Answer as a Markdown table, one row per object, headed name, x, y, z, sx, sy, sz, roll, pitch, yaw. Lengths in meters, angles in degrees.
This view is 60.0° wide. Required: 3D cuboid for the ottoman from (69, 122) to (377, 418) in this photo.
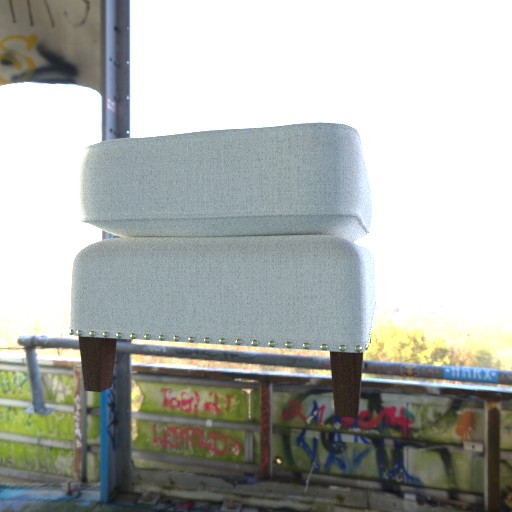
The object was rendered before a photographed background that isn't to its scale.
| name | x | y | z | sx | sy | sz | roll | pitch | yaw |
| --- | --- | --- | --- | --- | --- | --- | --- | --- | --- |
| ottoman | 0.000 | 0.000 | 1.141 | 0.589 | 0.537 | 0.738 | 0 | 0 | 16 |
